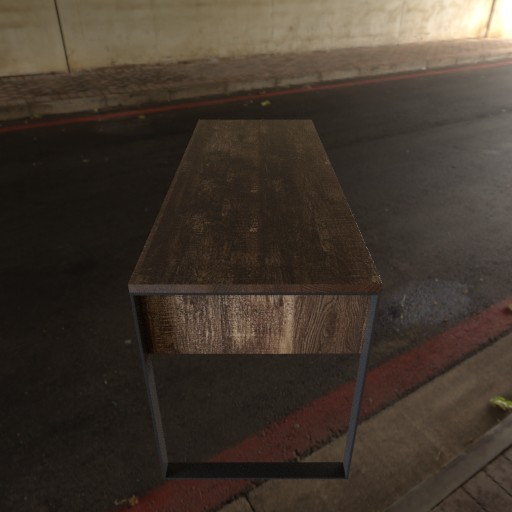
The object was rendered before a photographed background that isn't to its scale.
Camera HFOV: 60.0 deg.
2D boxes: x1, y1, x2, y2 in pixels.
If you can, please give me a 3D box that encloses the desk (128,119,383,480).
[{"bbox_3d":[0.000,0.000,1.883,0.599,0.762,1.524,0,31,0],"label":"desk"}]
